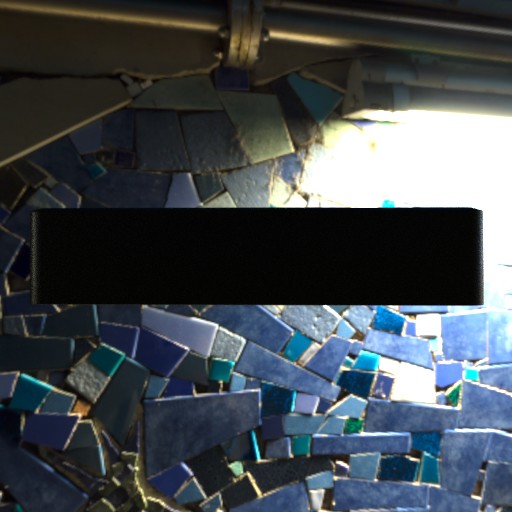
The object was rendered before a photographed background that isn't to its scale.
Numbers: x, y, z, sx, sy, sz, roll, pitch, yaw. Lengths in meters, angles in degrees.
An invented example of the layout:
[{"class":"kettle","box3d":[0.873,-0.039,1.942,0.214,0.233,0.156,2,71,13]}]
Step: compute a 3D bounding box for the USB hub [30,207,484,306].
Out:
[{"class":"USB hub","box3d":[0.000,0.000,0.125,0.110,0.023,0.044,0,0,2]}]
